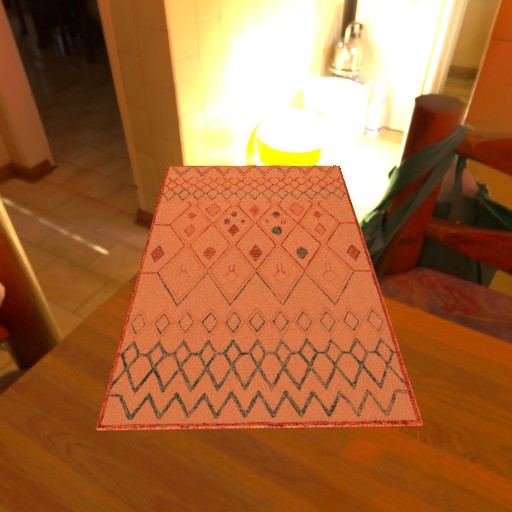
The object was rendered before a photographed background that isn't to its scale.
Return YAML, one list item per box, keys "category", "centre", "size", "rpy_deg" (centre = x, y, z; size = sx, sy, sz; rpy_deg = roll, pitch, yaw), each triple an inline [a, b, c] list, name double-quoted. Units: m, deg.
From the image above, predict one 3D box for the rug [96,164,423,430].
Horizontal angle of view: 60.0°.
- category: "rug"
  centre: [0.000, 0.000, 2.980]
  size: [1.524, 0.015, 2.438]
  rpy_deg: [-1, 41, -1]
